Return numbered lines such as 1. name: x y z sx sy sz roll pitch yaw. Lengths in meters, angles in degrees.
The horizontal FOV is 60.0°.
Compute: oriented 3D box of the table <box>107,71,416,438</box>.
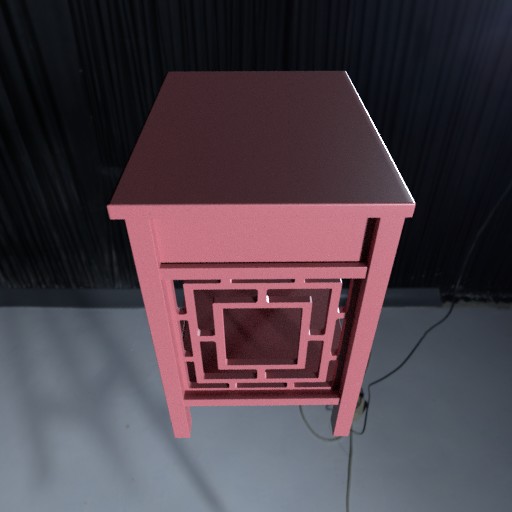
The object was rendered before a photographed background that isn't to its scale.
1. table: 0.000 0.000 1.080 0.451 0.686 0.599 0 40 -1
